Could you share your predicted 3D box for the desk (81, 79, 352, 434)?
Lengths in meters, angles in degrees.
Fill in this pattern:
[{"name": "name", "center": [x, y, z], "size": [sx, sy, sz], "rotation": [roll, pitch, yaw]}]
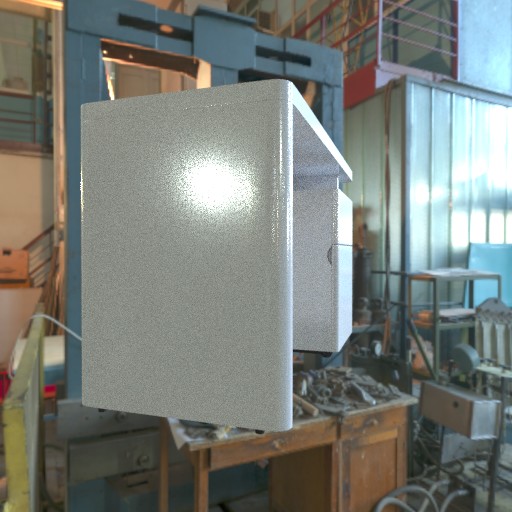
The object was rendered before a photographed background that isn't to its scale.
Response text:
[{"name": "desk", "center": [0.000, 0.000, 1.582], "size": [0.550, 0.760, 1.200], "rotation": [0, 1, 19]}]
